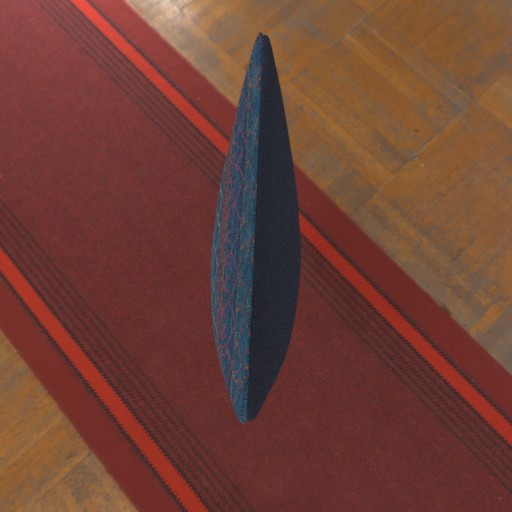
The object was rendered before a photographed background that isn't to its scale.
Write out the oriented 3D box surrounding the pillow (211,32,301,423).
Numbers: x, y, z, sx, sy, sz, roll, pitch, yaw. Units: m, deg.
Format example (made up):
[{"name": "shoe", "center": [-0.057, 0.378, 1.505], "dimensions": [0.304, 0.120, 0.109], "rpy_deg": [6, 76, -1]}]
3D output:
[{"name": "pillow", "center": [0.000, 0.000, 0.664], "dimensions": [0.141, 0.431, 0.431], "rpy_deg": [2, 75, 1]}]
